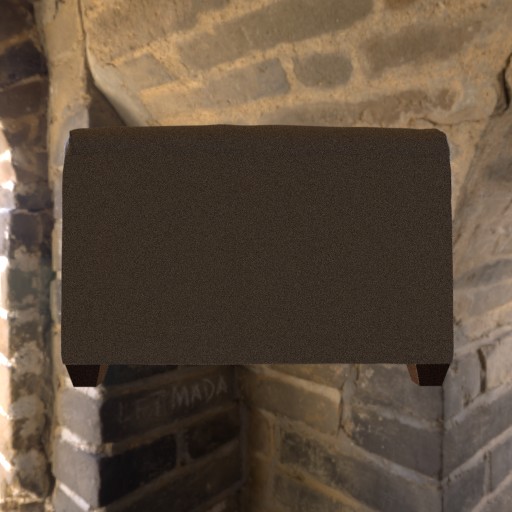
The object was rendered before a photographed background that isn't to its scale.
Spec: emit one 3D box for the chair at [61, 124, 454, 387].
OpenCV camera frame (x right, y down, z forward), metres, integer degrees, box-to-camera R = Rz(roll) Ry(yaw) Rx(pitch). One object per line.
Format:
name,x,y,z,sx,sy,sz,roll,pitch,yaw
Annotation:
chair,0.000,0.000,2.023,1.383,0.948,1.000,0,-2,-1
